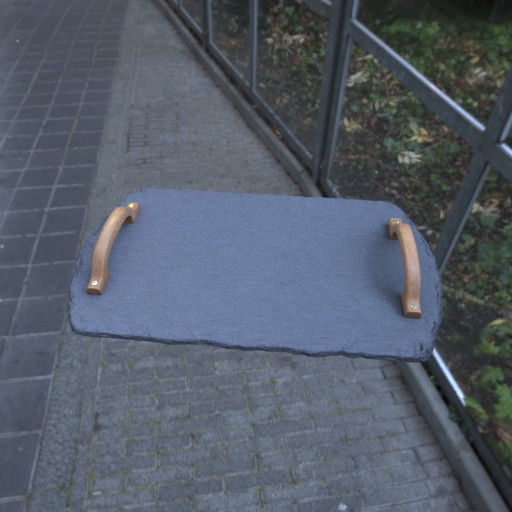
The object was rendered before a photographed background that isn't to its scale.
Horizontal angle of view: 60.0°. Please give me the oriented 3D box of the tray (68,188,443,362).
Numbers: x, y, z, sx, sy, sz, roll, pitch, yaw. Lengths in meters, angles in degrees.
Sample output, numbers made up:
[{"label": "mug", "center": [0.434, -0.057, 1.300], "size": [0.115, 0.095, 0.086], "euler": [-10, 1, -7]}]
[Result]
[{"label": "tray", "center": [0.000, 0.000, 0.475], "size": [0.387, 0.062, 0.231], "euler": [4, 45, 4]}]
